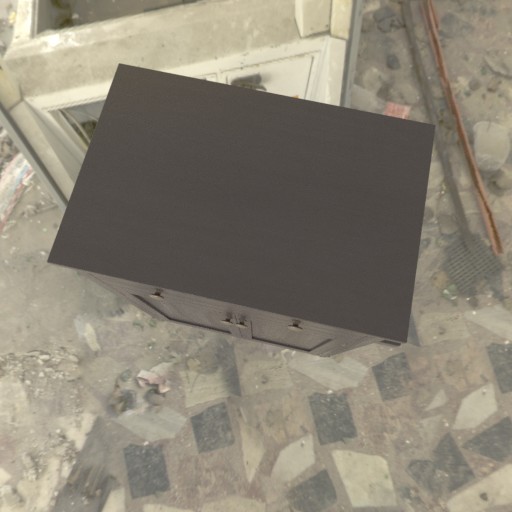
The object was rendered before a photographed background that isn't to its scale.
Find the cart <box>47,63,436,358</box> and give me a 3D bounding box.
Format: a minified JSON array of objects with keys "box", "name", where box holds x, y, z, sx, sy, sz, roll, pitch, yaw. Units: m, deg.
[{"box":[0.000,0.000,1.264,0.690,0.878,0.449,12,75,3],"name":"cart"}]
